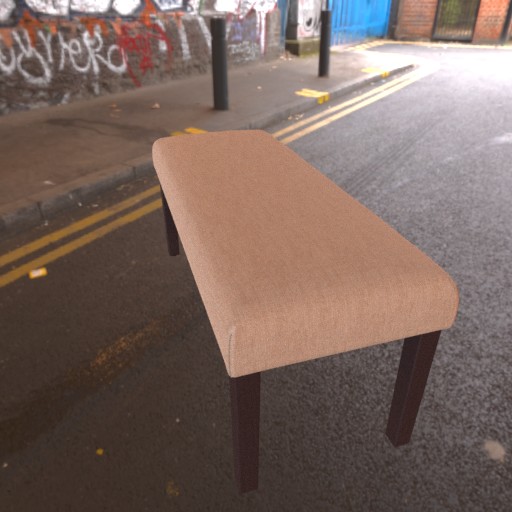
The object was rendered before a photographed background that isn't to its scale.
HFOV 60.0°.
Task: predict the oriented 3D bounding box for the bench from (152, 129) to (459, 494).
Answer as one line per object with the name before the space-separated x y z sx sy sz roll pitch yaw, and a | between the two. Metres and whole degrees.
bench | 0.000 0.000 1.187 0.407 0.456 1.013 -9 31 -15
